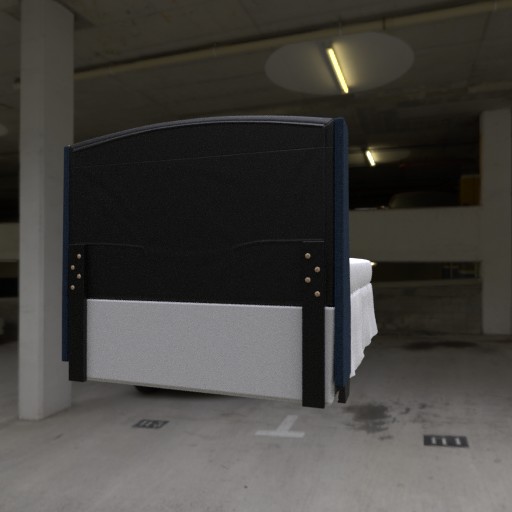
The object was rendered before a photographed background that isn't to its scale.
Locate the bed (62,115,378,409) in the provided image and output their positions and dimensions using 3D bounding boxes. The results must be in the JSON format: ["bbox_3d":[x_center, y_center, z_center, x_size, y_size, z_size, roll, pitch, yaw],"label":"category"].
[{"bbox_3d":[0.000,0.000,3.285,1.604,1.402,2.223,0,0,19],"label":"bed"}]
